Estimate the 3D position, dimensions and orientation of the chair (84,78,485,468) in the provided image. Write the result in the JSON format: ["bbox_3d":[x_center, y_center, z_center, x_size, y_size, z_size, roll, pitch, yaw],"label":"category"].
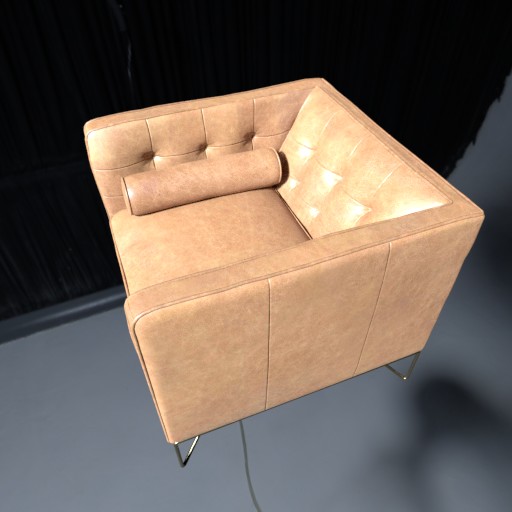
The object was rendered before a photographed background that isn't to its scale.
[{"bbox_3d":[0.000,0.000,1.555,0.912,0.797,0.920,-15,47,-15],"label":"chair"}]
